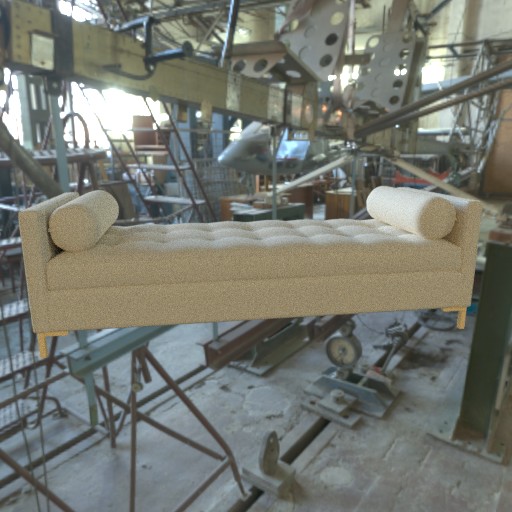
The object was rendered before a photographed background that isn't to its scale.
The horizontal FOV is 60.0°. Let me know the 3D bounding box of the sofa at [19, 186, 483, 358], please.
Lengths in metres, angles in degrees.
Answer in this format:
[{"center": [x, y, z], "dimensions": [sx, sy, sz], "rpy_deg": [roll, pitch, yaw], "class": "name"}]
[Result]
[{"center": [0.000, 0.000, 2.266], "dimensions": [1.985, 0.641, 0.746], "rpy_deg": [-2, 14, -9], "class": "sofa"}]
